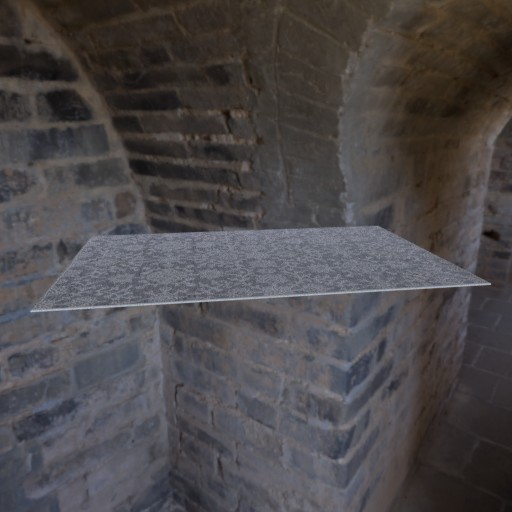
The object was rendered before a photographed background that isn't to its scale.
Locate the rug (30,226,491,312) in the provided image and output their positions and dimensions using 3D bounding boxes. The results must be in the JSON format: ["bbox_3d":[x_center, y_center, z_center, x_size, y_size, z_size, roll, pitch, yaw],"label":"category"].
[{"bbox_3d":[0.000,0.000,3.022,2.430,0.010,1.515,-3,17,-9],"label":"rug"}]
